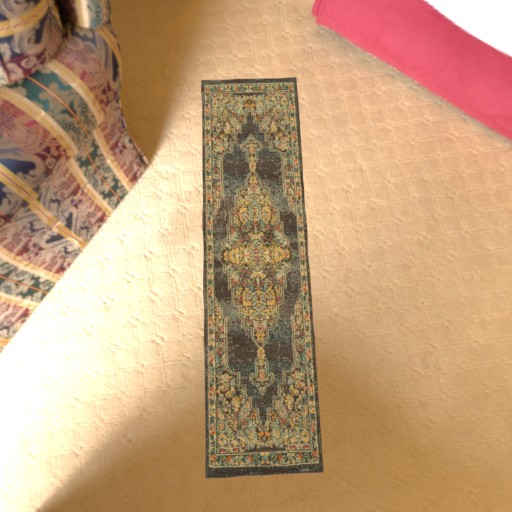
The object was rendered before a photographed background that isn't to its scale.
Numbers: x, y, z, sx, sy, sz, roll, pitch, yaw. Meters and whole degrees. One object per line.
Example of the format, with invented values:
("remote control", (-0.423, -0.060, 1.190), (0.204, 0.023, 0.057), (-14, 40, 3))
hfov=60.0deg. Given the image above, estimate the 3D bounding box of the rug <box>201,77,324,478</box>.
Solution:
("rug", (0.000, 0.000, 2.500), (0.602, 0.016, 2.283), (-2, 76, -1))
